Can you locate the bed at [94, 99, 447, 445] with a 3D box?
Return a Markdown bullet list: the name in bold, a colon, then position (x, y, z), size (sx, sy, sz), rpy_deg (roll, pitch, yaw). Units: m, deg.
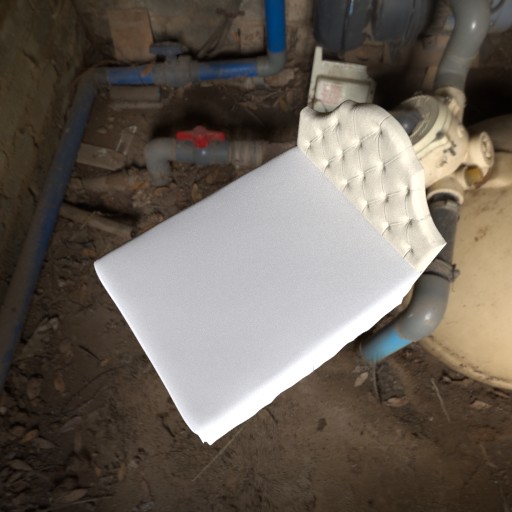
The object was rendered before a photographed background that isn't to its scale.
- **bed**: position (0.000, 0.000, 3.218), size (2.092, 1.575, 1.627), rpy_deg (-32, 68, -15)
